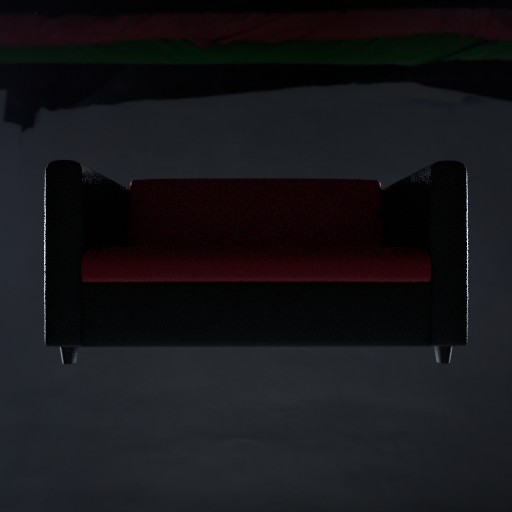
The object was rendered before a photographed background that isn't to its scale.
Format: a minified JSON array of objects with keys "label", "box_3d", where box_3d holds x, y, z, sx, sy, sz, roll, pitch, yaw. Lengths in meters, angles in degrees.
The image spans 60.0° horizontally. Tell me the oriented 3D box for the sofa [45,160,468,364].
[{"label":"sofa","box_3d":[0.000,0.000,1.885,1.410,0.735,0.845,0,0,0]}]
